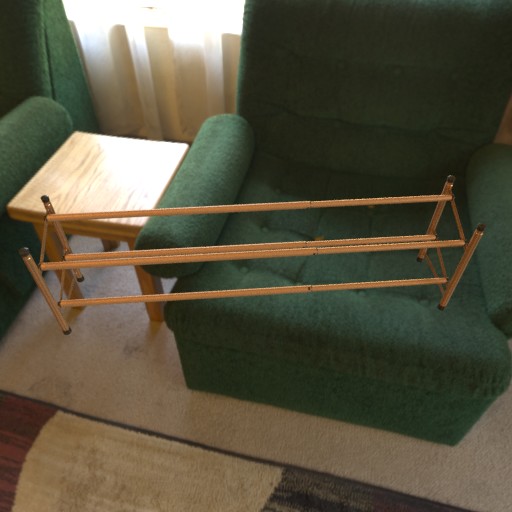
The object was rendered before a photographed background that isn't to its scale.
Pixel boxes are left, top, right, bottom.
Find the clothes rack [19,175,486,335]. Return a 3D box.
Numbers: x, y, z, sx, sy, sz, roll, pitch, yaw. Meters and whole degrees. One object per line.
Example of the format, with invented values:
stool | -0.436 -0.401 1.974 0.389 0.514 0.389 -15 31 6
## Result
clothes rack | 0.000 0.000 1.298 1.168 0.349 0.229 -3 47 -3
